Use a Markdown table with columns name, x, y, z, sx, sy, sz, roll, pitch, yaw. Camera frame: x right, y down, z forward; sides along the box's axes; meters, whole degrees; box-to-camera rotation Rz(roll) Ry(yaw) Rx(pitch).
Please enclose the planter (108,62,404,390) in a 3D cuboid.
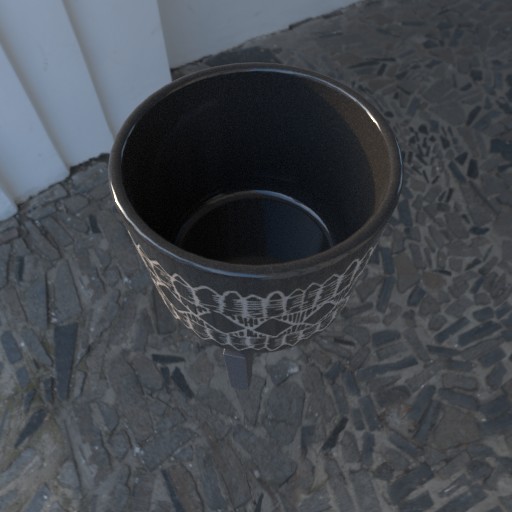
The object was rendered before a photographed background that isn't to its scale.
| name | x | y | z | sx | sy | sz | roll | pitch | yaw |
| --- | --- | --- | --- | --- | --- | --- | --- | --- | --- |
| planter | 0.000 | 0.000 | 0.407 | 0.196 | 0.264 | 0.196 | -16 | 59 | -10 |
